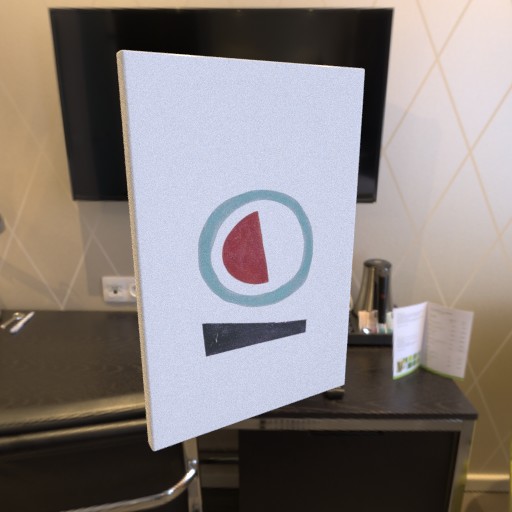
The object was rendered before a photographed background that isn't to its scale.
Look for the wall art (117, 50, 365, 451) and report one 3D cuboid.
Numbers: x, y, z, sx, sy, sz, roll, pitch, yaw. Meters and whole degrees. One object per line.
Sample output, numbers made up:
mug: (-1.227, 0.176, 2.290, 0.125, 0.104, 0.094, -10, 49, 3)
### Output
wall art: (0.000, 0.000, 1.114, 0.602, 0.902, 0.048, -9, 19, -28)
